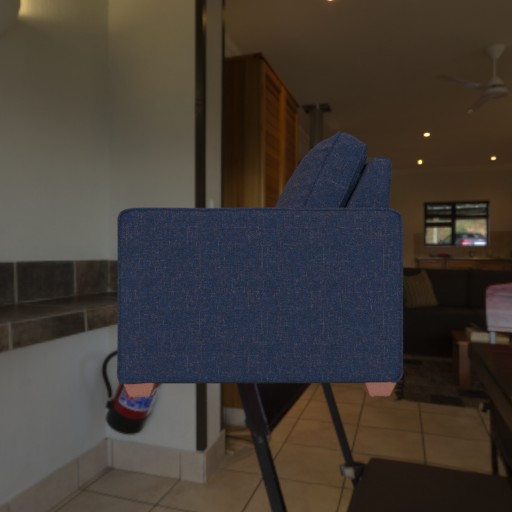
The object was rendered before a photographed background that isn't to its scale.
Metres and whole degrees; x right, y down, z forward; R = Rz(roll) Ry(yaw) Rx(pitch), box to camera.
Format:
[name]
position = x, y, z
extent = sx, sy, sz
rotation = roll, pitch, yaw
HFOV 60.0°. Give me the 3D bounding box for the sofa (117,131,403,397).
[sofa]
position = 0.000, 0.000, 2.251
extent = 0.947, 0.918, 1.709
rotation = 0, 0, -1
